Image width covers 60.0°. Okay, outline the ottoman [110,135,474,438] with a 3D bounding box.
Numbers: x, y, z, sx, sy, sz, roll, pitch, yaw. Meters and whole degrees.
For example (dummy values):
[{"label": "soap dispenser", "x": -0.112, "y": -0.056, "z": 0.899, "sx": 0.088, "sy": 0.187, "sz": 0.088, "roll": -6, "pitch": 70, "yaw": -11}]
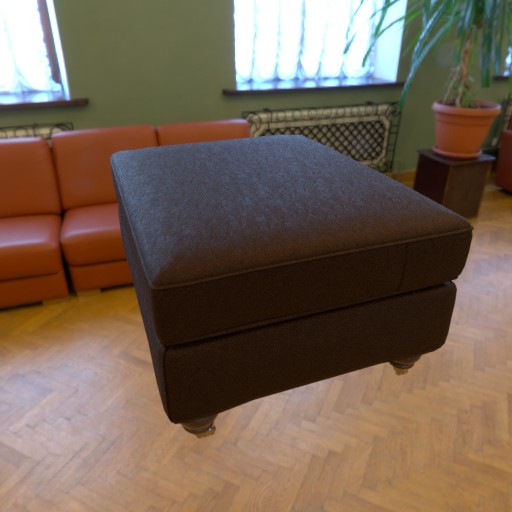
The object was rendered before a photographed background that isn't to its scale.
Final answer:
[{"label": "ottoman", "x": 0.000, "y": 0.000, "z": 1.781, "sx": 0.967, "sy": 0.730, "sz": 1.187, "roll": -10, "pitch": 30, "yaw": -18}]
